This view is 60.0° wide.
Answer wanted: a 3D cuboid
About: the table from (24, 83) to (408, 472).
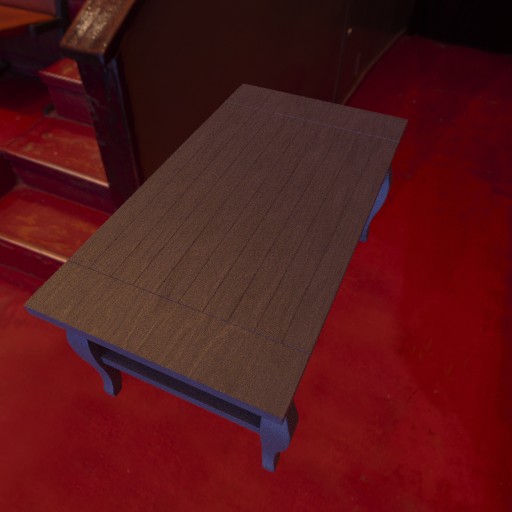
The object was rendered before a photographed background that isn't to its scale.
[{"bbox_3d":[0.000,0.000,1.351,0.600,0.494,1.062,19,50,16],"label":"table"}]
